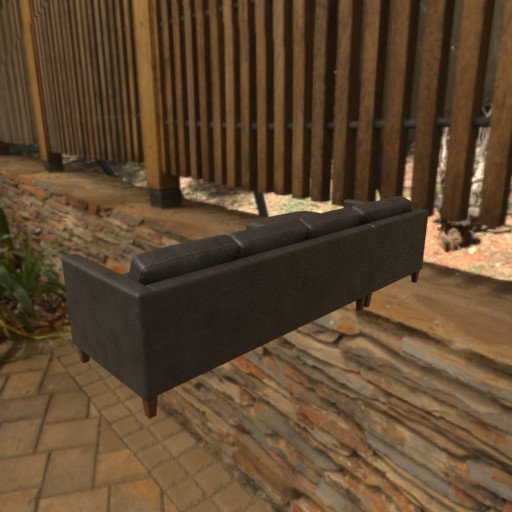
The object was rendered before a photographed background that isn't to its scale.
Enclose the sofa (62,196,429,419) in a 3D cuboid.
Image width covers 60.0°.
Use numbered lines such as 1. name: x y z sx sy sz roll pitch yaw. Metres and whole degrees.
1. sofa: 0.000 0.000 3.870 3.203 0.883 1.581 -16 23 -42
